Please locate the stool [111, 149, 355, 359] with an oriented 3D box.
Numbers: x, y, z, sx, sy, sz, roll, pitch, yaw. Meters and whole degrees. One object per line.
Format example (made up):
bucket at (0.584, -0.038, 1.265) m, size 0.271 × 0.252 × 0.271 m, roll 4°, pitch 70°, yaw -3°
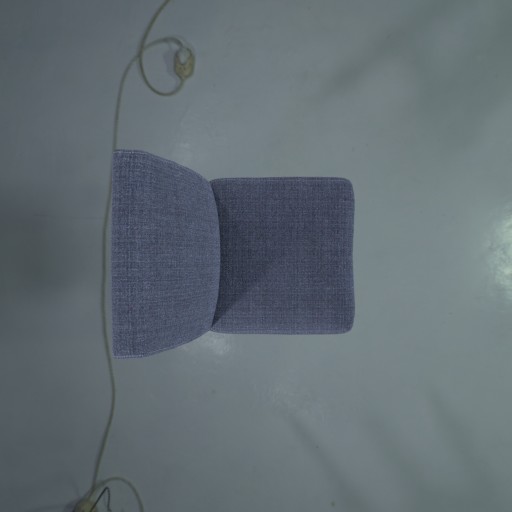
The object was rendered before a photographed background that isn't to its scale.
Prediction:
stool at (0.000, 0.000, 1.405) m, size 0.570 × 1.112 × 0.483 m, roll 0°, pitch 90°, yaw 1°
